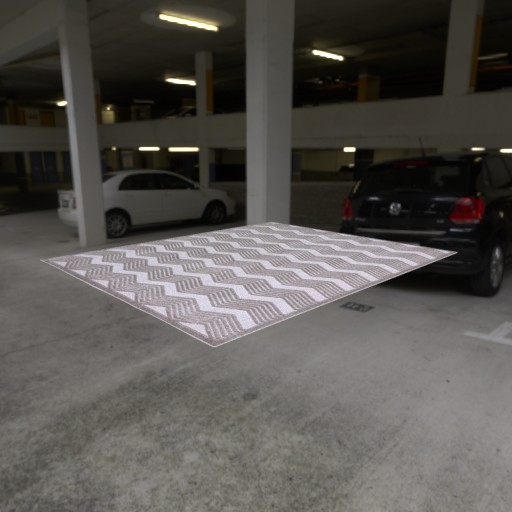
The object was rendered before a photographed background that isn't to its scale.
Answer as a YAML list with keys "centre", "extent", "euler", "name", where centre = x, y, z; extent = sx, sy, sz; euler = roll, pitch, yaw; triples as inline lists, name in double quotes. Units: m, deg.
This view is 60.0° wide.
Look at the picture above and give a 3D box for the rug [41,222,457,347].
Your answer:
- centre: [0.000, 0.000, 3.967]
  extent: [2.880, 0.005, 2.391]
  euler: [-13, 19, -42]
  name: "rug"
